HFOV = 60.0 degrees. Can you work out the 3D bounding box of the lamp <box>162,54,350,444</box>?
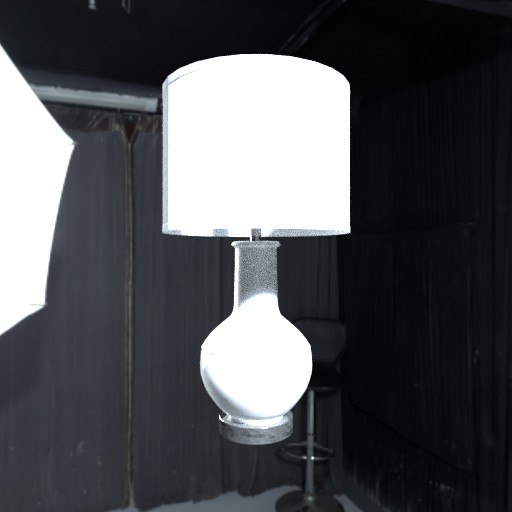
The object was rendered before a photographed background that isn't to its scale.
[{"bbox_3d":[0.000,0.000,0.860,0.357,0.673,0.357,0,0,-19],"label":"lamp"}]
